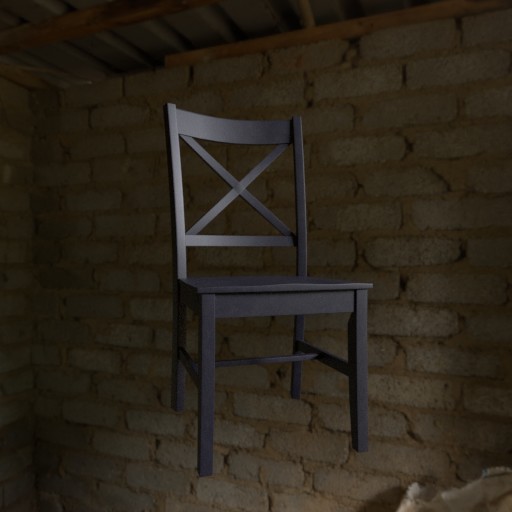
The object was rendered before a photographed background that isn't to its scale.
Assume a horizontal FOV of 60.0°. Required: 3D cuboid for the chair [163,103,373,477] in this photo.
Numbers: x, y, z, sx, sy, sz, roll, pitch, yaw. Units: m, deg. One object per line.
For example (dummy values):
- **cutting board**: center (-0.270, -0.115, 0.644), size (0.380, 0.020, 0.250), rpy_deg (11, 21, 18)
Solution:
- **chair**: center (0.000, 0.000, 1.297), size (0.485, 0.983, 0.542), rpy_deg (0, 0, -18)
